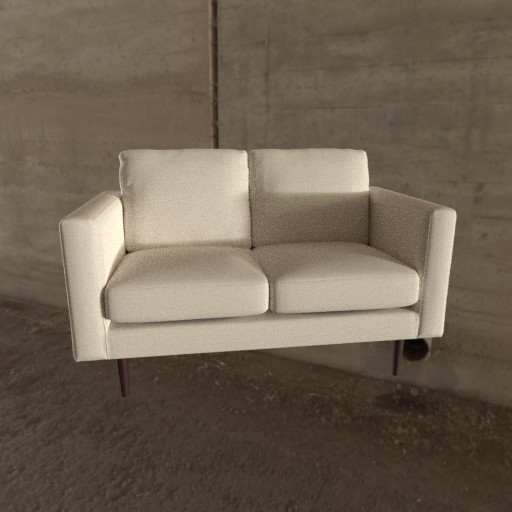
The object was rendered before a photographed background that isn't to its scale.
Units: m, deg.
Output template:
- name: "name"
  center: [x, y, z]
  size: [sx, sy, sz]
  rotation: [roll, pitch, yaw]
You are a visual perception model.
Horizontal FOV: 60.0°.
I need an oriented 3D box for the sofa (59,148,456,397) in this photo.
- name: "sofa"
  center: [0.000, 0.000, 1.958]
  size: [1.430, 0.908, 0.796]
  rotation: [-2, 16, -8]
